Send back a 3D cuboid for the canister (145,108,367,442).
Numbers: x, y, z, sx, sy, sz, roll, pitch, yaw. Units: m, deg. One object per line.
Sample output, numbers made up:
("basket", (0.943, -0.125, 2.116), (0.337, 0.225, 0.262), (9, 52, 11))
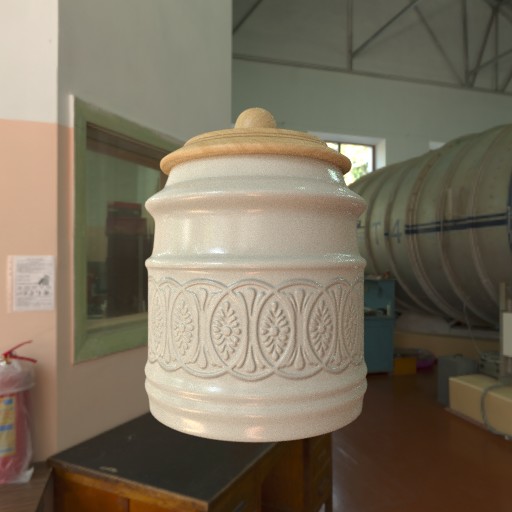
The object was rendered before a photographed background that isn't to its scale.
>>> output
("canister", (0.000, 0.000, 0.267), (0.130, 0.176, 0.130), (0, 0, 0))
